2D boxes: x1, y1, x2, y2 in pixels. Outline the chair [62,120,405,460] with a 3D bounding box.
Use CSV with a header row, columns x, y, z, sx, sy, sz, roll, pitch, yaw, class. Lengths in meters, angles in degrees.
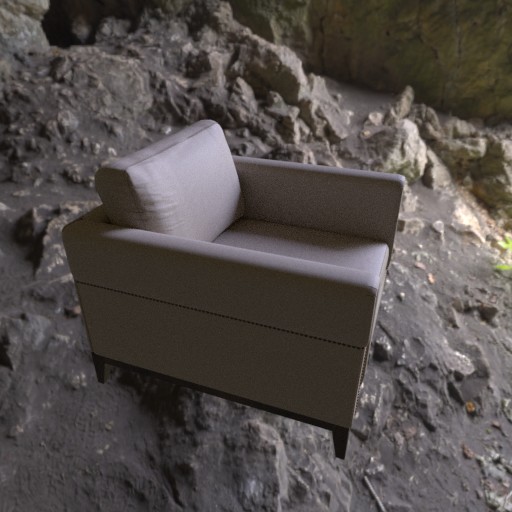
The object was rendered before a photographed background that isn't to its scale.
x,y,z,sx,sy,sz,roll,pitch,yaw,class
0.000,0.000,1.684,0.959,0.838,0.914,11,31,18,chair
